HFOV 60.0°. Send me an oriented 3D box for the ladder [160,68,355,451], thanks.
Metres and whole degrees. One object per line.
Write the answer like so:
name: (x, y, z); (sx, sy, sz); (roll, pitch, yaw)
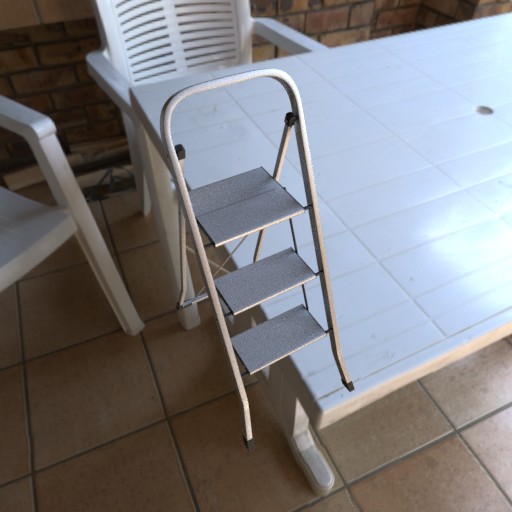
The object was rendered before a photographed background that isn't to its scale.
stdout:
ladder: (0.000, 0.000, 1.439); (0.465, 1.070, 0.704); (-22, 50, -20)
